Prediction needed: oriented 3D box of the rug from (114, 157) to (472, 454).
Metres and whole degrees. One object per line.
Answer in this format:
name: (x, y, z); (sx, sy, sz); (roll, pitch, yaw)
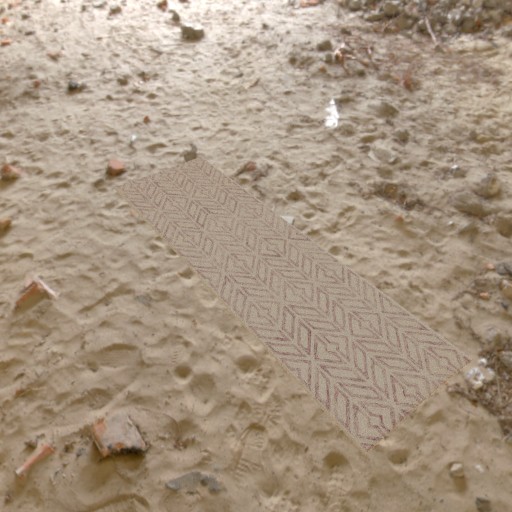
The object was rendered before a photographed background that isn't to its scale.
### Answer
rug: (0.000, 0.000, 2.668); (0.750, 0.009, 2.435); (-27, 48, -27)
